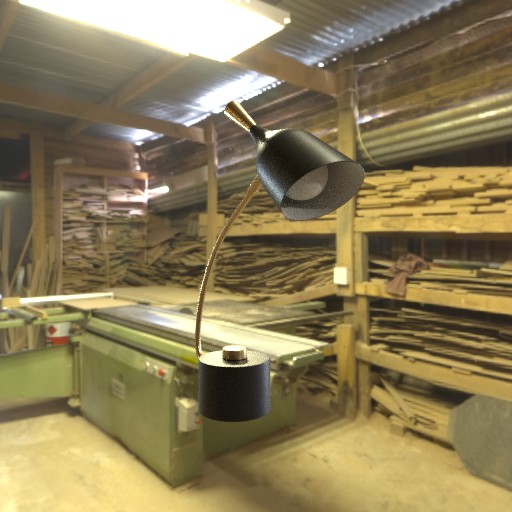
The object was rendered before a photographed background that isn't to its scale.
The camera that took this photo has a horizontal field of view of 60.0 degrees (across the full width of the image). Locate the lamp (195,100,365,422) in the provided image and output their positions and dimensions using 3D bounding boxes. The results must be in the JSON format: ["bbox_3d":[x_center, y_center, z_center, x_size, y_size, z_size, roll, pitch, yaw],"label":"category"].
[{"bbox_3d":[0.000,0.000,0.626,0.110,0.464,0.352,0,1,-36],"label":"lamp"}]
